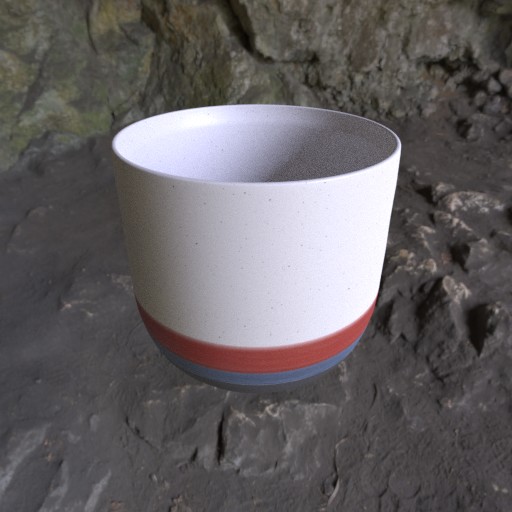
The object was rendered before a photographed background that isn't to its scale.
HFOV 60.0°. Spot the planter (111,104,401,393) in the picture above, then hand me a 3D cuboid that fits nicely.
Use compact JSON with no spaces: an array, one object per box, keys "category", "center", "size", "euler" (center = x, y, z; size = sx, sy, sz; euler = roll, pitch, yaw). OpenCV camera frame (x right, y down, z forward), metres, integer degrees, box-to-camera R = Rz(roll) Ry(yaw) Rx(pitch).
[{"category":"planter","center":[0.000,0.000,0.489],"size":[0.268,0.270,0.268],"euler":[0,30,0]}]
